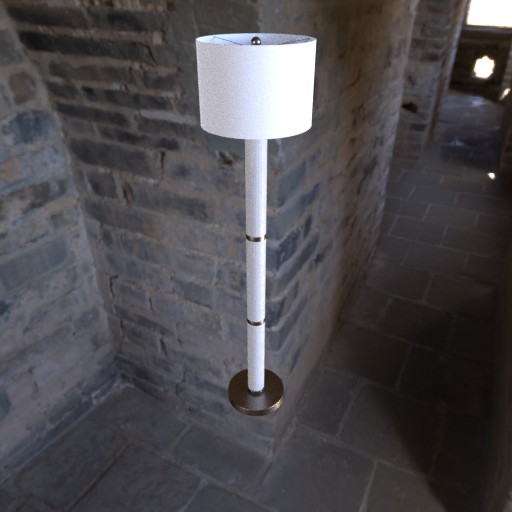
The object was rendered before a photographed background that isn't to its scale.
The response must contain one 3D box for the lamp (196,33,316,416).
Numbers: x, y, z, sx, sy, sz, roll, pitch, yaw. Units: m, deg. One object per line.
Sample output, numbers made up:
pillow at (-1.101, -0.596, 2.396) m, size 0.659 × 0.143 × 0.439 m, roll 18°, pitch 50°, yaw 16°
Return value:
lamp at (0.000, 0.000, 1.796) m, size 0.377 × 1.599 × 0.377 m, roll -10°, pitch 33°, yaw -16°
